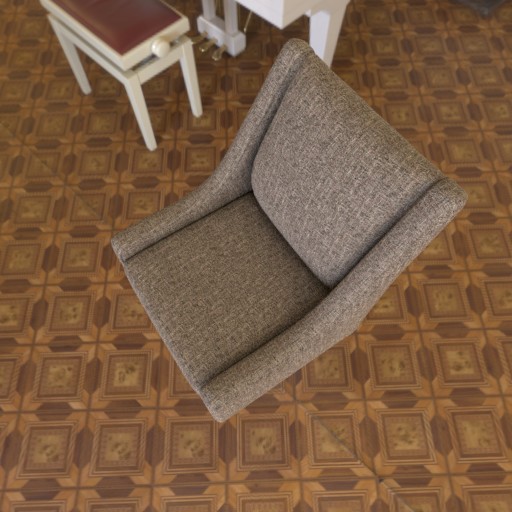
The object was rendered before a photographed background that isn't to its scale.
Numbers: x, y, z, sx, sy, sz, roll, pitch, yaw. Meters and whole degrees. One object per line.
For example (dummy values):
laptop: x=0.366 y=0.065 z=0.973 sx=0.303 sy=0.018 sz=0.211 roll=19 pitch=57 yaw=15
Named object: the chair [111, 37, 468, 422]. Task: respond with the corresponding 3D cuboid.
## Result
chair: x=0.000 y=0.000 z=1.617 sx=0.870 sy=1.014 sz=0.774 roll=-31 pitch=67 yaw=-15
